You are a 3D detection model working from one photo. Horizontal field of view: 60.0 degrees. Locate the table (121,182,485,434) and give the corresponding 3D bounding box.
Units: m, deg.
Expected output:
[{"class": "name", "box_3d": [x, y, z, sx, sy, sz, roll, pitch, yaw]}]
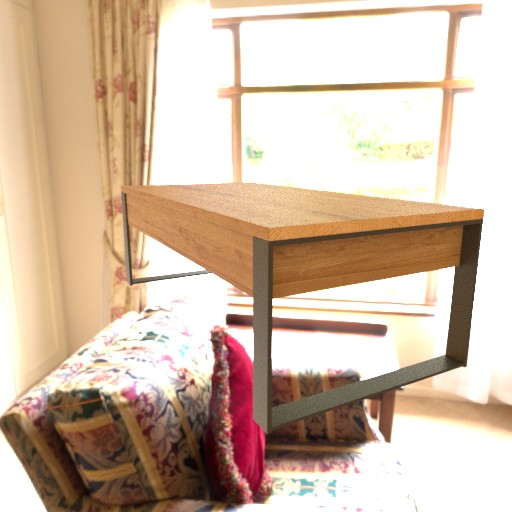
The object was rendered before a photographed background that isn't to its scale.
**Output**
[{"class": "table", "box_3d": [0.000, 0.000, 1.447, 0.590, 0.400, 1.180, -7, 15, -28]}]
